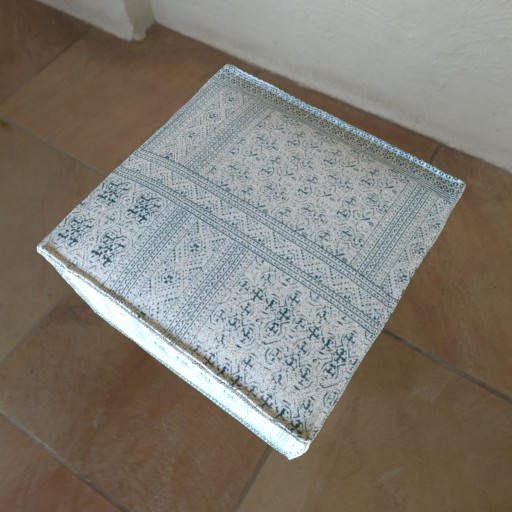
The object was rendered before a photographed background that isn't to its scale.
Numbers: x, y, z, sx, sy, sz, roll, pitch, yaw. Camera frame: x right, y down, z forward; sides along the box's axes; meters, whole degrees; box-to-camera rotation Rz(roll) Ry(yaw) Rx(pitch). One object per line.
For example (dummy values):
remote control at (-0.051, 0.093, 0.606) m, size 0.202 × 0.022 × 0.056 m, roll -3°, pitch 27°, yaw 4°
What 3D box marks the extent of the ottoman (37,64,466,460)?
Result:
ottoman at (0.000, 0.000, 1.027) m, size 0.626 × 0.439 × 0.617 m, roll 32°, pitch 67°, yaw 15°
